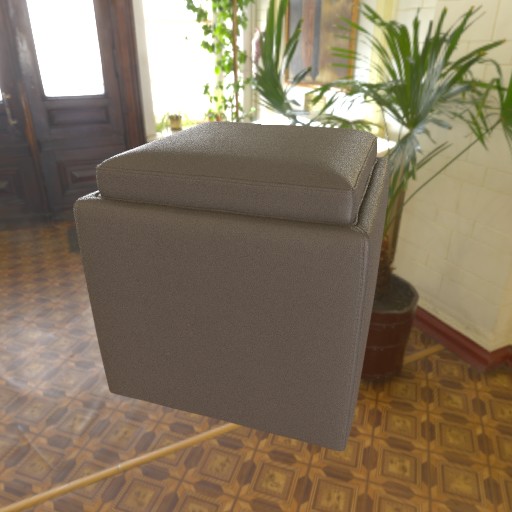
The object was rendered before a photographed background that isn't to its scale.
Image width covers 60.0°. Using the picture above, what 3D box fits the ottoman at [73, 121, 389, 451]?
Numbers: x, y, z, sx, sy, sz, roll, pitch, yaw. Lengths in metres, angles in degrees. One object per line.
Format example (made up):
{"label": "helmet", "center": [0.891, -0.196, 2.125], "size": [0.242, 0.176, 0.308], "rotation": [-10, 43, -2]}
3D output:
{"label": "ottoman", "center": [0.000, 0.000, 0.849], "size": [0.451, 0.460, 0.450], "rotation": [8, 27, 16]}
